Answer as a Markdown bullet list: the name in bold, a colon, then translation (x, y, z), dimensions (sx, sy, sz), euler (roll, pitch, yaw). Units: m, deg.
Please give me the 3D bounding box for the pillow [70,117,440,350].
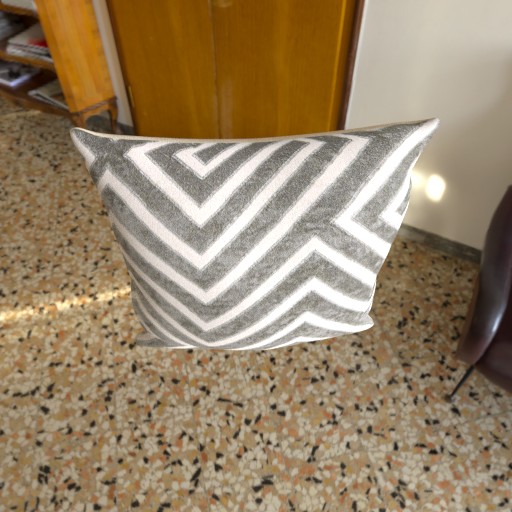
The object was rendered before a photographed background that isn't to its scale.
- **pillow**: translation (0.000, 0.000, 0.661), dimensions (0.440, 0.441, 0.182), euler (-3, 46, -3)
